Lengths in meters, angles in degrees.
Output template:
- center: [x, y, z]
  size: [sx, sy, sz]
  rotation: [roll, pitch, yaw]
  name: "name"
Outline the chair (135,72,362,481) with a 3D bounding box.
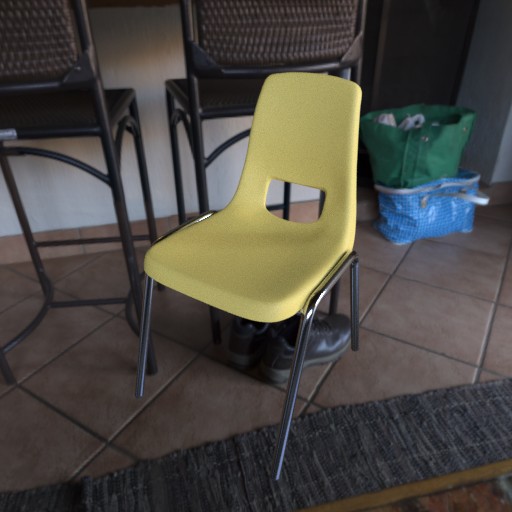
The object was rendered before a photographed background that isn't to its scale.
- center: [0.000, 0.000, 0.909]
  size: [0.381, 0.653, 0.436]
  rotation: [18, 35, 29]
  name: "chair"
